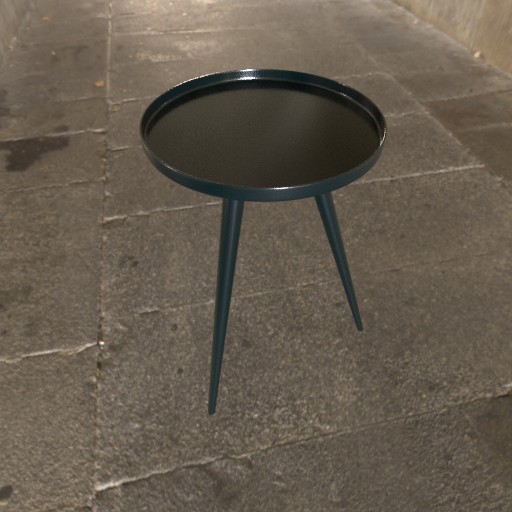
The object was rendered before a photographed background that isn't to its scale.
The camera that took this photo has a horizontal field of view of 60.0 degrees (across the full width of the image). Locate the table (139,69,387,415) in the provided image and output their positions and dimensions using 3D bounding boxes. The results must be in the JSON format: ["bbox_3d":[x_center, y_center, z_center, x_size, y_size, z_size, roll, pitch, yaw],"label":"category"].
[{"bbox_3d":[0.000,0.000,0.848,0.403,0.548,0.415,24,49,23],"label":"table"}]
